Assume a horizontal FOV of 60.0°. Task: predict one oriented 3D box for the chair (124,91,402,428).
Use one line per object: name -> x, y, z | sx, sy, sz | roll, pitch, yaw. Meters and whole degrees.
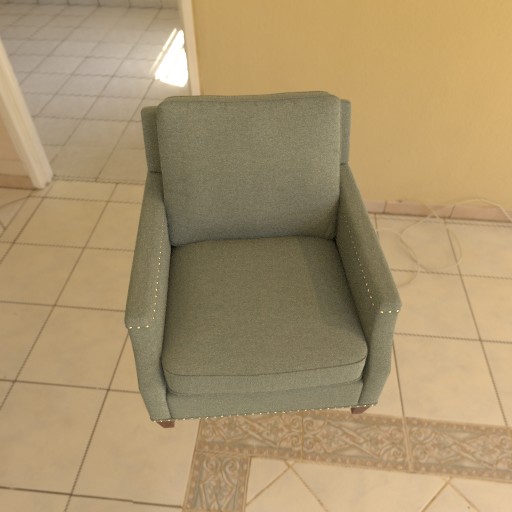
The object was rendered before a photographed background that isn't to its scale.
chair -> 0.000, 0.000, 1.770 | 0.885, 1.031, 1.031 | -3, 46, -3
